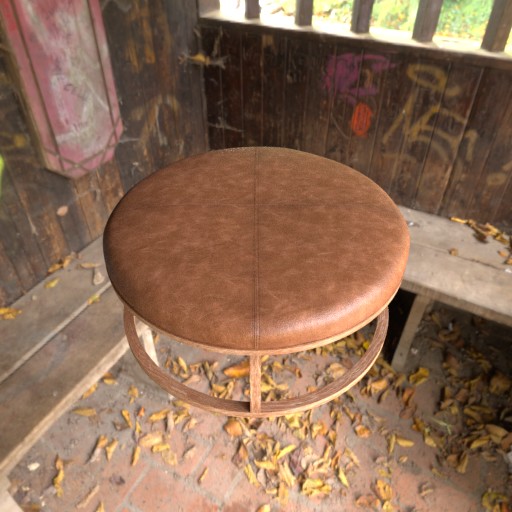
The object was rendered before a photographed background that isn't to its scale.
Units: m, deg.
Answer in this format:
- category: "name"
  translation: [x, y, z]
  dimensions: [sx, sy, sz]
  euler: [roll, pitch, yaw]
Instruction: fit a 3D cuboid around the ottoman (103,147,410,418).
- category: "ottoman"
  translation: [0.000, 0.000, 1.583]
  dimensions: [1.006, 0.445, 1.006]
  euler: [0, 40, 0]
